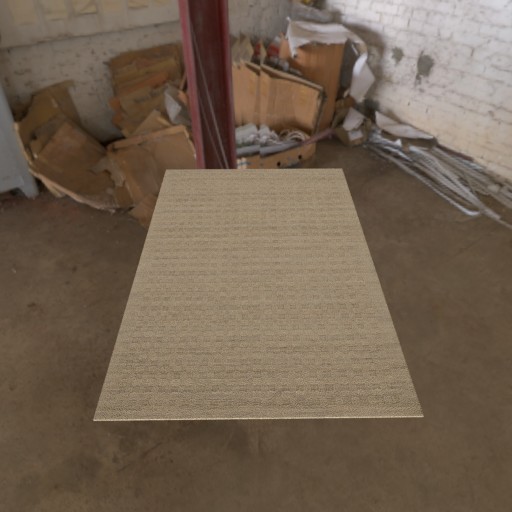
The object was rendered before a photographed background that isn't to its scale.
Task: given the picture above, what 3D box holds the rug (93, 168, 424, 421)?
[{"bbox_3d":[0.000,0.000,2.204,1.142,0.006,1.752,0,40,-1],"label":"rug"}]
